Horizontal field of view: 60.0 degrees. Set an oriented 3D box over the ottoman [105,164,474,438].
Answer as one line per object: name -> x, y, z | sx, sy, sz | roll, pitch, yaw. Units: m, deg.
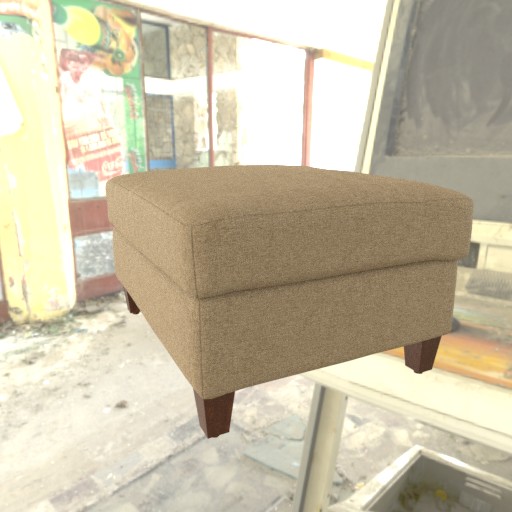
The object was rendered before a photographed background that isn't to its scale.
ottoman -> 0.000, 0.000, 1.270 | 0.692, 0.511, 0.889 | -7, 16, -26
